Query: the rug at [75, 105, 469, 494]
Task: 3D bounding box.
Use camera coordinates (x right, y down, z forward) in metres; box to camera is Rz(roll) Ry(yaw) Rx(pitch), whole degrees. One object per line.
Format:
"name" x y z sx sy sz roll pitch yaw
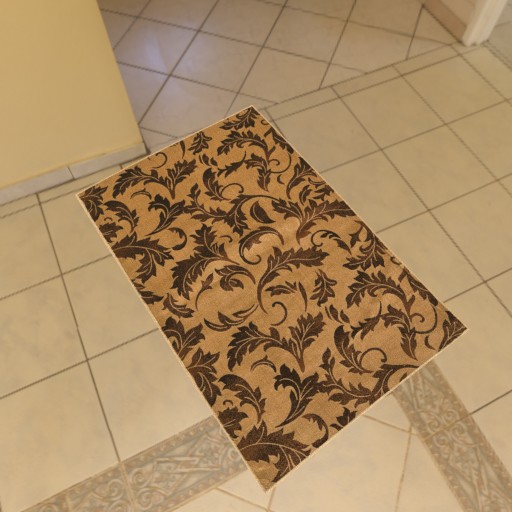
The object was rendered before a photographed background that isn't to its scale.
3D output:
"rug" 0.000 0.000 2.882 1.522 0.008 2.284 -32 67 -16
